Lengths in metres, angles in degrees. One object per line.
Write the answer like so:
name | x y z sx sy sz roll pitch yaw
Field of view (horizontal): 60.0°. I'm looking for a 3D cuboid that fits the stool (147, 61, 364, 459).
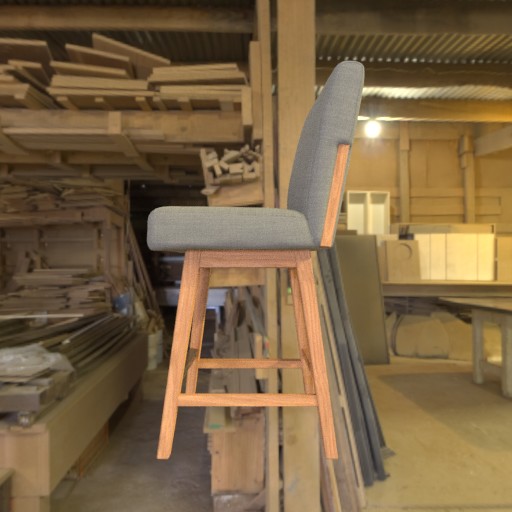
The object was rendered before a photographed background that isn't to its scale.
stool | 0.000 0.000 1.338 0.570 1.019 0.459 0 0 0
